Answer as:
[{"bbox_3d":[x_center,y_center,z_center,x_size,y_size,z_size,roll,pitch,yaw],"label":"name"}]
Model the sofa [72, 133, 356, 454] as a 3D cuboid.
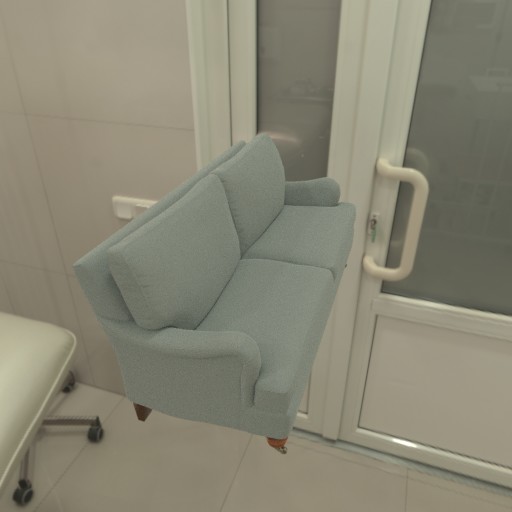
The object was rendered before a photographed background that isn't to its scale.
[{"bbox_3d":[0.000,0.000,2.938,1.069,1.096,2.193,10,32,16],"label":"sofa"}]
